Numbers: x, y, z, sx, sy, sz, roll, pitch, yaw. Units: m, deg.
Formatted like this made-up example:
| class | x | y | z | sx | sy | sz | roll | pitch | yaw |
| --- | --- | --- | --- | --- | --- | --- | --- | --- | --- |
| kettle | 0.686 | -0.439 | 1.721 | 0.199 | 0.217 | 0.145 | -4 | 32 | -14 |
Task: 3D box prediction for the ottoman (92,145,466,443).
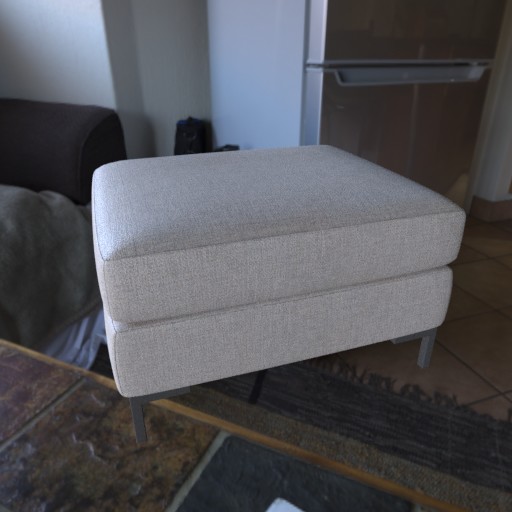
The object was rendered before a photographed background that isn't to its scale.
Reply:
| class | x | y | z | sx | sy | sz | roll | pitch | yaw |
| --- | --- | --- | --- | --- | --- | --- | --- | --- | --- |
| ottoman | 0.000 | 0.000 | 1.228 | 0.820 | 0.490 | 0.671 | -9 | 28 | -17 |
